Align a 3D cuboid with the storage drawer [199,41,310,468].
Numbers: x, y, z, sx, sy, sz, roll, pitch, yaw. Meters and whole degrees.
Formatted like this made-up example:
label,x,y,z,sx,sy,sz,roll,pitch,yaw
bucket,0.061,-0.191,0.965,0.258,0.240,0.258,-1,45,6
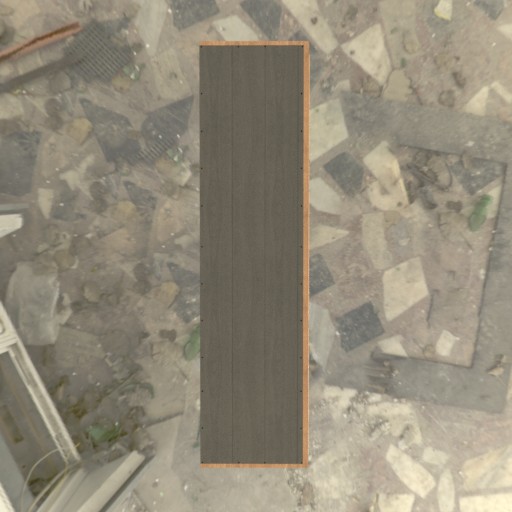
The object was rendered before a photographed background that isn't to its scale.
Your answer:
label,x,y,z,sx,sy,sz,roll,pitch,yaw
storage drawer,0.000,0.000,2.242,0.538,0.264,2.032,0,91,0
